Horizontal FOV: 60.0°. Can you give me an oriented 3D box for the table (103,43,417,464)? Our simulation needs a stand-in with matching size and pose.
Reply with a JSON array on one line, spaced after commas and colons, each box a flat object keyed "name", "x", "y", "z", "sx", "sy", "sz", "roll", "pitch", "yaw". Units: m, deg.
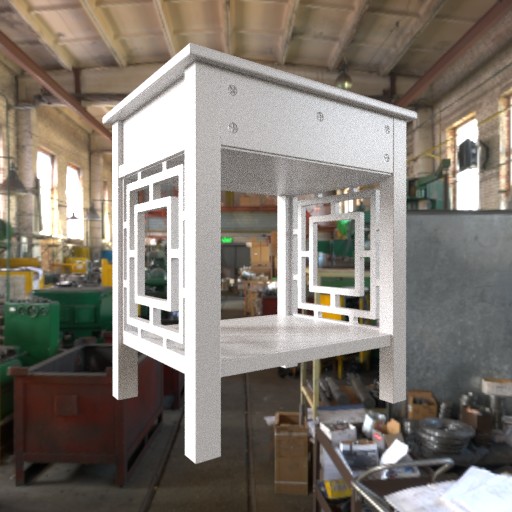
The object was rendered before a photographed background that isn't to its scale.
[{"name": "table", "x": 0.000, "y": 0.000, "z": 1.013, "sx": 0.564, "sy": 0.646, "sz": 0.451, "roll": 0, "pitch": 0, "yaw": -35}]
